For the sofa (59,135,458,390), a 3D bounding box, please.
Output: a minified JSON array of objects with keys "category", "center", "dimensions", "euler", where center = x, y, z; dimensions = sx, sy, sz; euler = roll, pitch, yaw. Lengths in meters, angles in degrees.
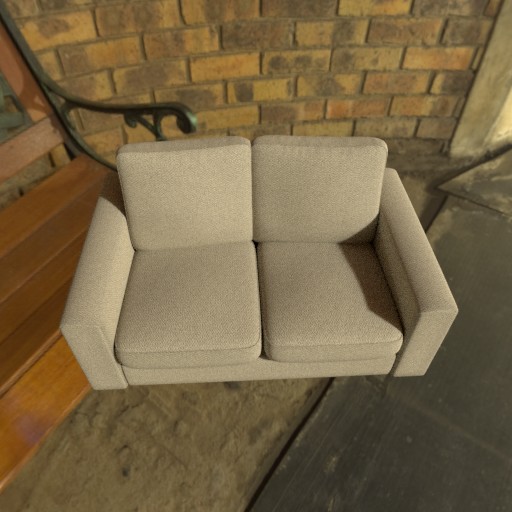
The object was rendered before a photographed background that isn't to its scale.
[{"category":"sofa","center":[0.000,0.000,2.172],"dimensions":[1.616,0.873,1.016],"euler":[-2,46,-2]}]
